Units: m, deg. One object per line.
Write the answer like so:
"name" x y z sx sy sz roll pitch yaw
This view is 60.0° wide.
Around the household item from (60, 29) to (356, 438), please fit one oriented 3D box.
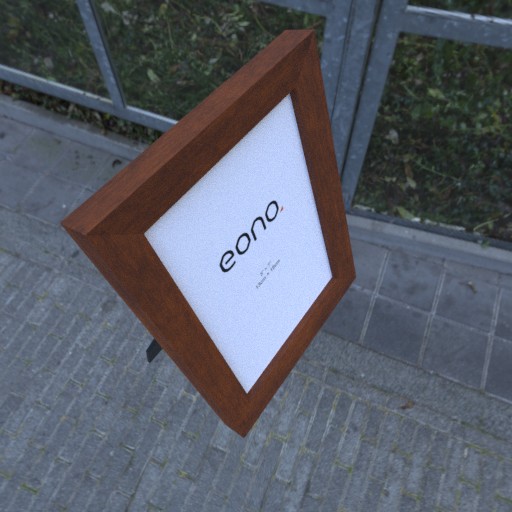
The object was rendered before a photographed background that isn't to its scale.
"household item" 0.000 0.000 0.279 0.096 0.204 0.160 32 64 18
